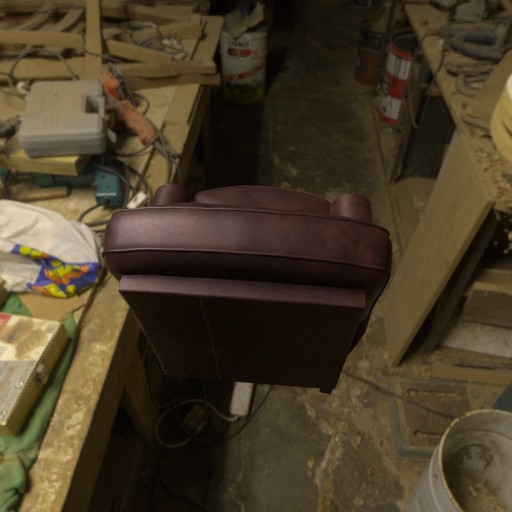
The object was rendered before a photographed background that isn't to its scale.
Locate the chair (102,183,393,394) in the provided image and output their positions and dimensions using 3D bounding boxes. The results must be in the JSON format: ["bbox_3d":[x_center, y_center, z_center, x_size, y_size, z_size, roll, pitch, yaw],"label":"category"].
[{"bbox_3d":[0.000,0.000,1.778,0.936,1.018,0.986,4,46,4],"label":"chair"}]
